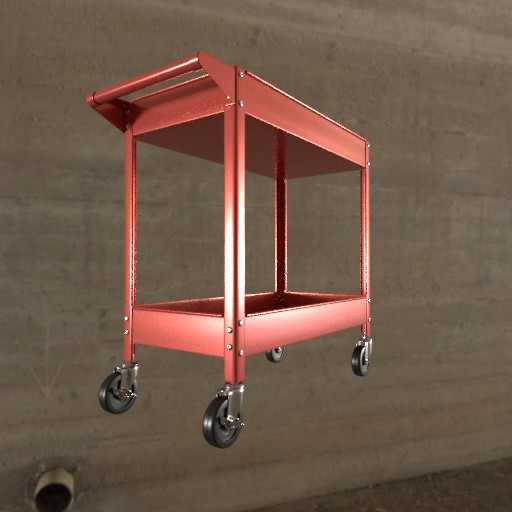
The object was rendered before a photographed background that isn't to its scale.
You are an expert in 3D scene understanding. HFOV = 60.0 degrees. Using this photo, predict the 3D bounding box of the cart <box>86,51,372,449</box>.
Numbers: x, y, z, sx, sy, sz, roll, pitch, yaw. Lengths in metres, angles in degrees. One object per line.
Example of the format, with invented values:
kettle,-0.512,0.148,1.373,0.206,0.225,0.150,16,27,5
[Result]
cart,0.000,0.000,1.166,0.366,0.719,0.779,-1,-1,36
